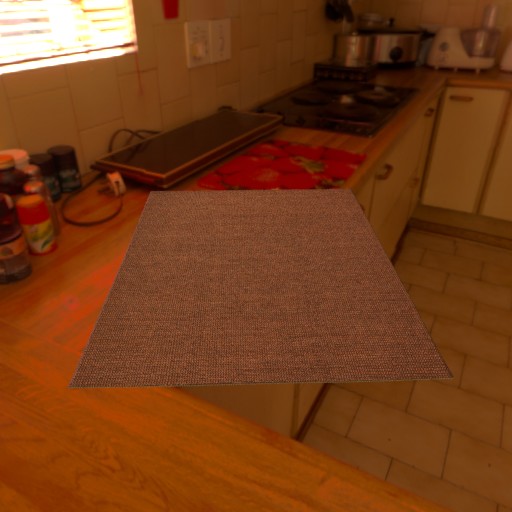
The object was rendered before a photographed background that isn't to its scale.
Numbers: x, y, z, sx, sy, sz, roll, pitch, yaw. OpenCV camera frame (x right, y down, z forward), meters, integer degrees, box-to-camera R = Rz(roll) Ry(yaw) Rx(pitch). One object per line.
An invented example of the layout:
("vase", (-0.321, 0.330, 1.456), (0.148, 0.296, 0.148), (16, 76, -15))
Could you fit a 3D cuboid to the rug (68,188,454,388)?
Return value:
("rug", (0.000, 0.000, 4.100), (2.456, 0.021, 3.068), (-1, 32, -2))
